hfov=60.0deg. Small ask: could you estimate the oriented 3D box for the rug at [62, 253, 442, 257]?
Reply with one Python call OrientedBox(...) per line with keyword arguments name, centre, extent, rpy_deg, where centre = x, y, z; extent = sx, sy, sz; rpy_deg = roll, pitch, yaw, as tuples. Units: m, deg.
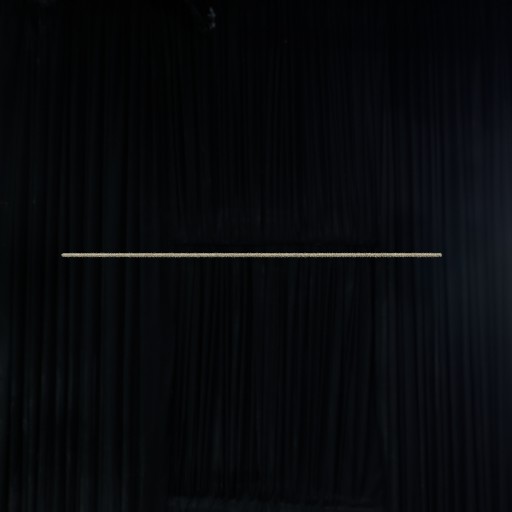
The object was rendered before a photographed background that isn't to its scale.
OrientedBox(name="rug", centre=(0.000, 0.000, 2.345), extent=(1.240, 0.010, 1.824), rpy_deg=(0, 0, 1))
